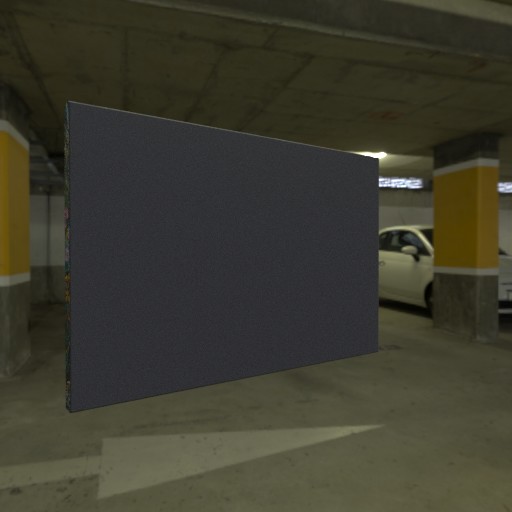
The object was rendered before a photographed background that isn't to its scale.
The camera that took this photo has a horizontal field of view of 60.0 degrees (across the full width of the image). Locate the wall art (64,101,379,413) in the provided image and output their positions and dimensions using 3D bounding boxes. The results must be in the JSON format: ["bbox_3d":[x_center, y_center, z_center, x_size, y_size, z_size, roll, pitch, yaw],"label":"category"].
[{"bbox_3d":[0.000,0.000,1.132,0.908,0.604,0.037,-1,1,-35],"label":"wall art"}]
